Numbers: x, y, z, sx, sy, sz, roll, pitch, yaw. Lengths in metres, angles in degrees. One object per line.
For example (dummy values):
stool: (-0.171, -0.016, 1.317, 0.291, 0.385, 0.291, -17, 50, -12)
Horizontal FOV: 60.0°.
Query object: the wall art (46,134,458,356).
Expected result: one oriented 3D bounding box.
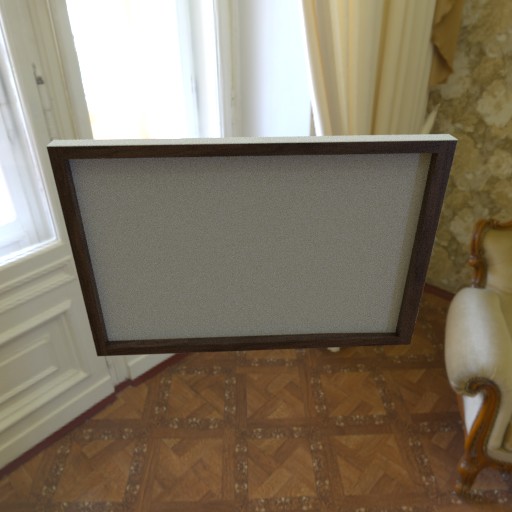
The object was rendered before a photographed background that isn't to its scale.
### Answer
wall art: (0.000, 0.000, 1.157, 0.914, 0.610, 0.050, -2, 30, -3)
